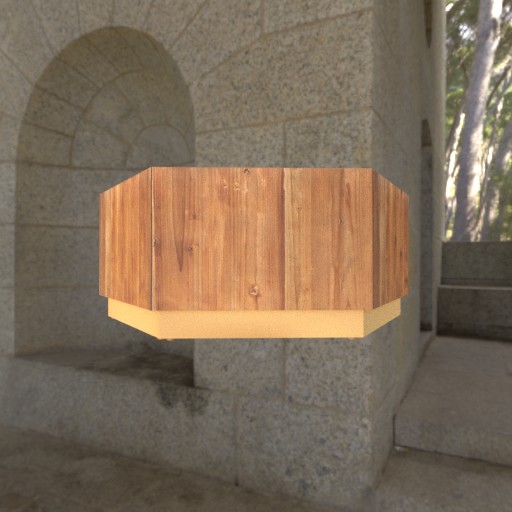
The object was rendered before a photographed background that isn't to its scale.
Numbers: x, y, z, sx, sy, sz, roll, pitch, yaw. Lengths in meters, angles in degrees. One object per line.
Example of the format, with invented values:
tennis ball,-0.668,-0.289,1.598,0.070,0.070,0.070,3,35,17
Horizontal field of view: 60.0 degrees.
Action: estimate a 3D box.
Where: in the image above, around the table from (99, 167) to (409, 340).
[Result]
table,0.000,0.000,1.653,1.154,0.456,1.000,0,0,-2
